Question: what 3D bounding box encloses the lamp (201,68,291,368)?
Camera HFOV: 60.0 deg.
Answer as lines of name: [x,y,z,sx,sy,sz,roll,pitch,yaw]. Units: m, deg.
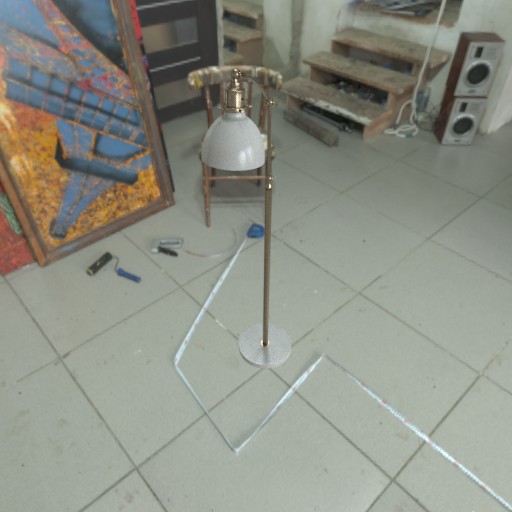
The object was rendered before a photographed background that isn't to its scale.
lamp: [0.000,0.000,1.803,0.288,1.586,0.599,12,43,14]
